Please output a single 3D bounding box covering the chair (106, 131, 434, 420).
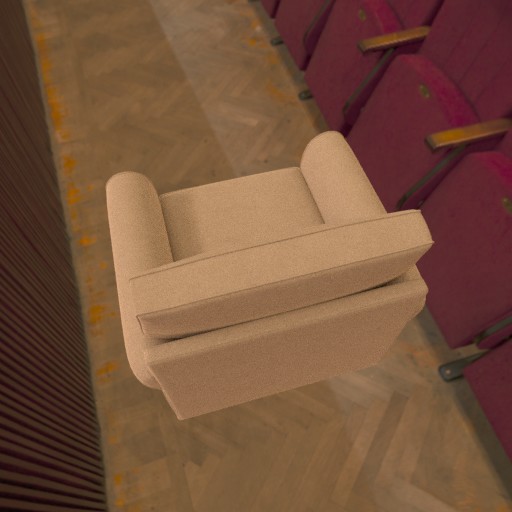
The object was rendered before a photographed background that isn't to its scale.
[{"bbox_3d":[0.000,0.000,1.739,1.040,0.955,0.863,-13,58,-8],"label":"chair"}]
